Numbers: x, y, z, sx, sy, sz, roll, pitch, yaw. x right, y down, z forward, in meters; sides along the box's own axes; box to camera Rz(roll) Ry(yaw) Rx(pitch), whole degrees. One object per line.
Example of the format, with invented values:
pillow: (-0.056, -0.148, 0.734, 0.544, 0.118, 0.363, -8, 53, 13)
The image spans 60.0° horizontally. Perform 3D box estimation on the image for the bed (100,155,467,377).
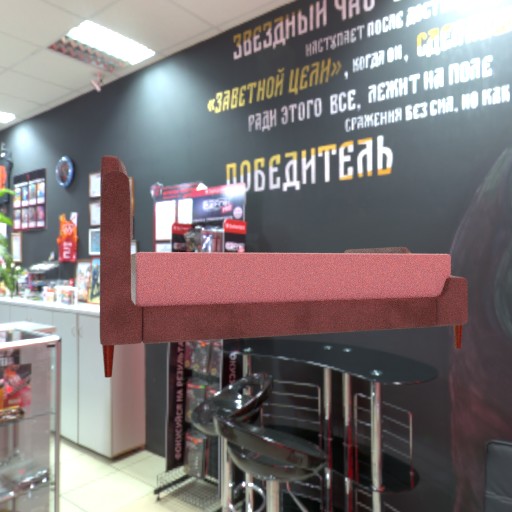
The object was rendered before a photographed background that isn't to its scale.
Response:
bed: (0.000, 0.000, 3.550, 2.340, 1.245, 2.074, 0, -1, -19)
